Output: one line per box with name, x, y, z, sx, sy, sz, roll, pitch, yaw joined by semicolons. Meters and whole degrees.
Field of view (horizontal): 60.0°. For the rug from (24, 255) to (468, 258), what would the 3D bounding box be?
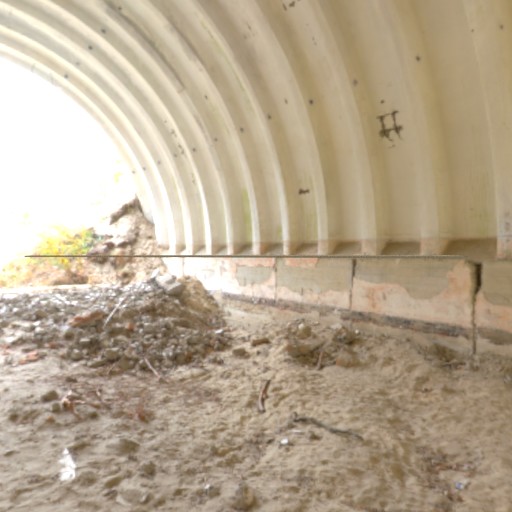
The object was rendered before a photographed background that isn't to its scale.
rug;0.000;0.000;2.981;2.430;0.010;1.515;0;0;20
